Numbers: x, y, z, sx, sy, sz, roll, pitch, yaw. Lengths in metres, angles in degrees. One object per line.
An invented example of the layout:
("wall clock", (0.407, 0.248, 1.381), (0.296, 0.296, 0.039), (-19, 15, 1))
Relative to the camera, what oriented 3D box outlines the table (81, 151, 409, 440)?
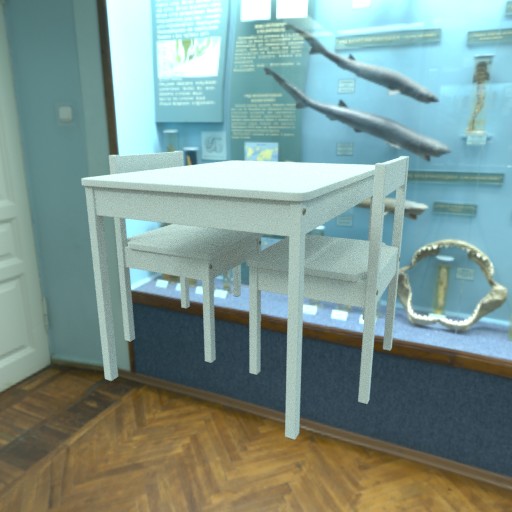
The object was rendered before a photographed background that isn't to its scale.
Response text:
("table", (0.000, 0.000, 1.138), (0.672, 0.503, 0.650), (8, 17, 25))
